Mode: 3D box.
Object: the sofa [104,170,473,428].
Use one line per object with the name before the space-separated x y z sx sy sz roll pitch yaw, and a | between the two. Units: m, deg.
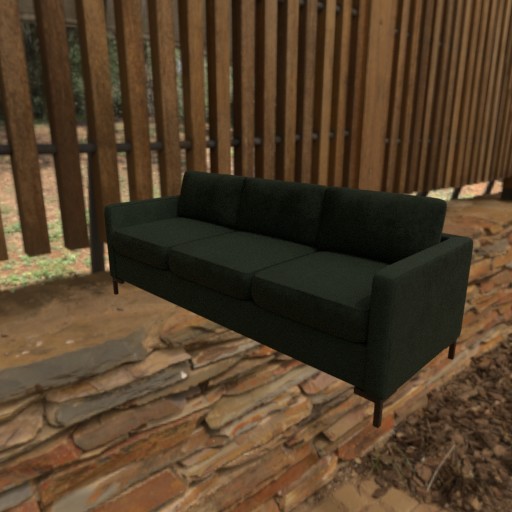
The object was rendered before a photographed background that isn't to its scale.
sofa | 0.000 0.000 2.711 2.218 0.870 0.859 15 22 42
